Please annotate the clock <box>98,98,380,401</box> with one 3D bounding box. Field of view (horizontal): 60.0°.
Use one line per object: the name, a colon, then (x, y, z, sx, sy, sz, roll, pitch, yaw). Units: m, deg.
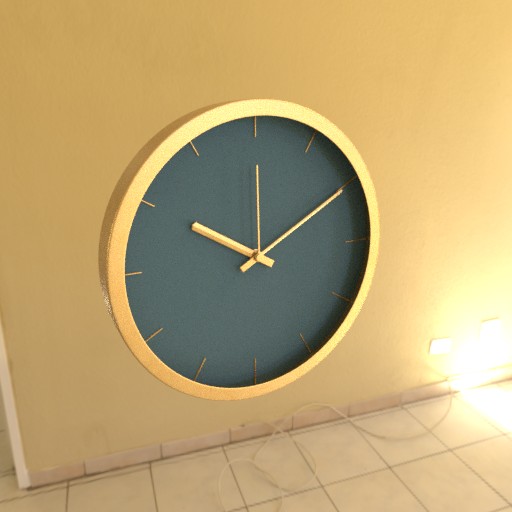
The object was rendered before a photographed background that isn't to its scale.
clock: (0.000, 0.000, 0.470, 0.314, 0.314, 0.040, -9, 18, -28)
